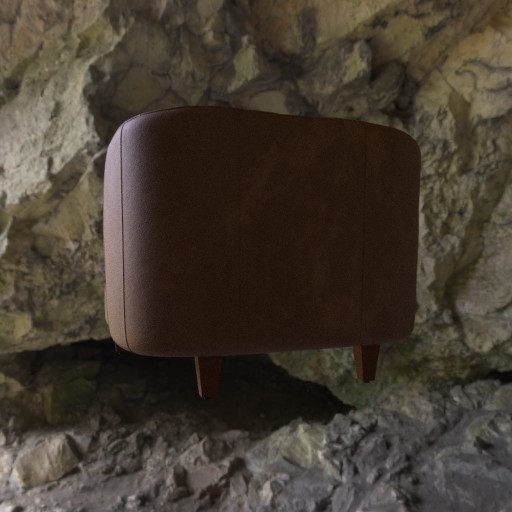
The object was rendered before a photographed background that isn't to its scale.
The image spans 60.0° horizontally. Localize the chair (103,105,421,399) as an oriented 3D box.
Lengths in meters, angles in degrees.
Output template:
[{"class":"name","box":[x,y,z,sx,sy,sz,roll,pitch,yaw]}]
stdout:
[{"class":"chair","box":[0.000,0.000,1.713,1.119,0.836,0.911,0,-1,-19]}]
